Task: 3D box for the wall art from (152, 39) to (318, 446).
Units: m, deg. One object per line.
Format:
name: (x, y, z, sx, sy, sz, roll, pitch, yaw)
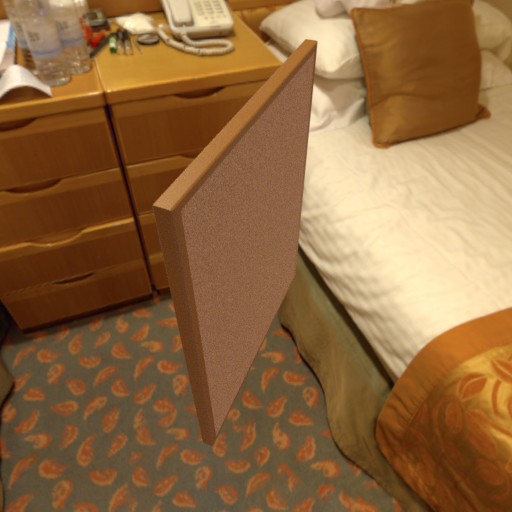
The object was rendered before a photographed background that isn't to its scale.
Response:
wall art: (0.000, 0.000, 0.516, 0.015, 0.379, 0.310, 17, 48, 16)
